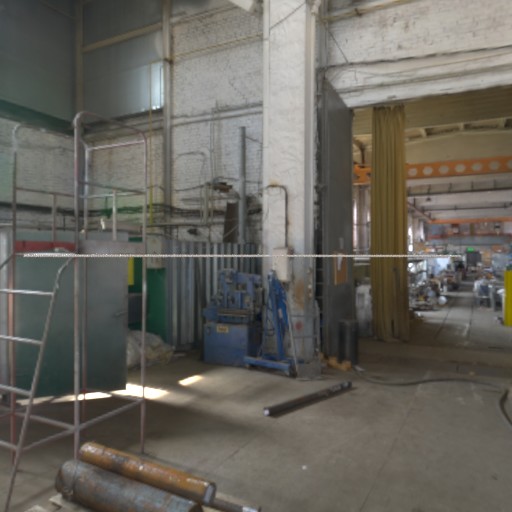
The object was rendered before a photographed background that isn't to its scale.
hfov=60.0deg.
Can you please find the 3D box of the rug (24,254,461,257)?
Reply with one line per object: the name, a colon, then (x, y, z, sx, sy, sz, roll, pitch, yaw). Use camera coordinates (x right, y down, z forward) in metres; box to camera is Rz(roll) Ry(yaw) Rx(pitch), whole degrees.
rug: (0.000, 0.000, 2.031, 1.824, 0.009, 0.562, 0, 0, -18)
